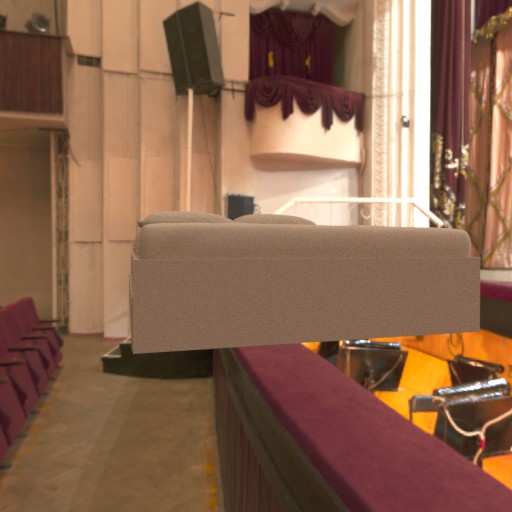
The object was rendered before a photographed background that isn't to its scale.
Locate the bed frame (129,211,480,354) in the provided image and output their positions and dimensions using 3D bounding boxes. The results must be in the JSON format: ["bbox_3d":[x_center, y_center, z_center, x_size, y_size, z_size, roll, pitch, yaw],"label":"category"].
[{"bbox_3d":[0.000,0.000,2.642,1.450,0.629,1.950,0,1,-16],"label":"bed frame"}]
